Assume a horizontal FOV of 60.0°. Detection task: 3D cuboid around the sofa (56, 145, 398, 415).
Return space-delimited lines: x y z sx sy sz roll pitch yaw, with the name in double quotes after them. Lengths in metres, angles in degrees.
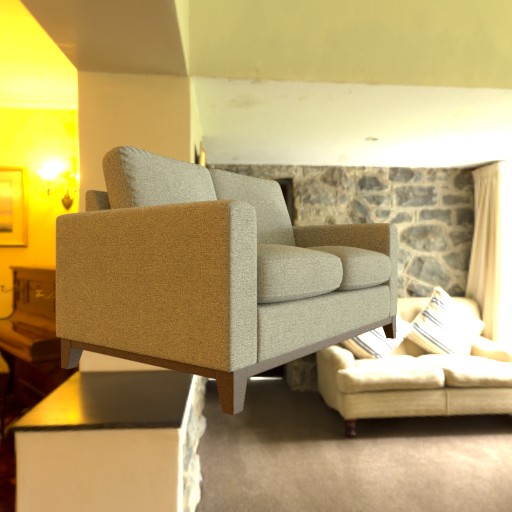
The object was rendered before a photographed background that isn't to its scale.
0.000 0.000 2.034 0.917 0.873 1.420 0 1 36 "sofa"
